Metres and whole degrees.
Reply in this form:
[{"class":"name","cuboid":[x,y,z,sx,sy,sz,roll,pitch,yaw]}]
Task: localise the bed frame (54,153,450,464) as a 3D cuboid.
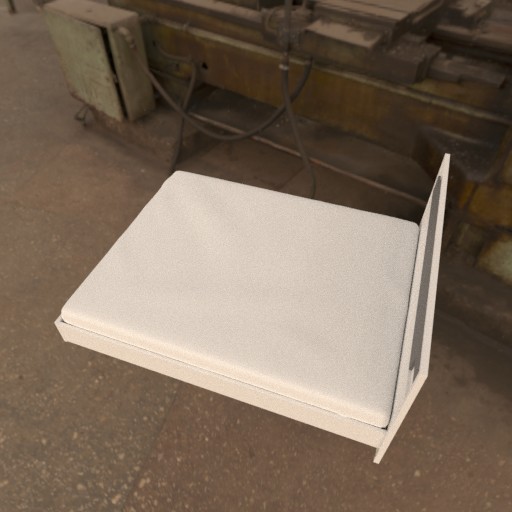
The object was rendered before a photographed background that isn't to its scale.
[{"class":"bed frame","cuboid":[0.000,0.000,2.967,2.100,1.001,1.711,15,48,14]}]
